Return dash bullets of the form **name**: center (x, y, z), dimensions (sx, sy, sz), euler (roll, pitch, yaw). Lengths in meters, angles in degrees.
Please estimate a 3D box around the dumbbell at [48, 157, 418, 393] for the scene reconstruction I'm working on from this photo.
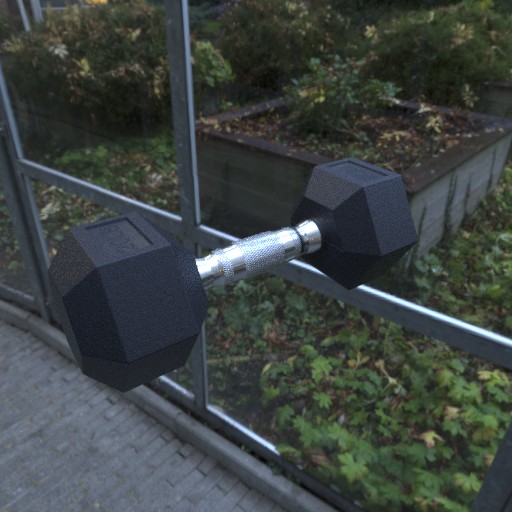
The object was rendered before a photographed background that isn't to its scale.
- **dumbbell**: center (0.000, 0.000, 0.326), dimensions (0.272, 0.092, 0.106), euler (-19, 36, -29)
